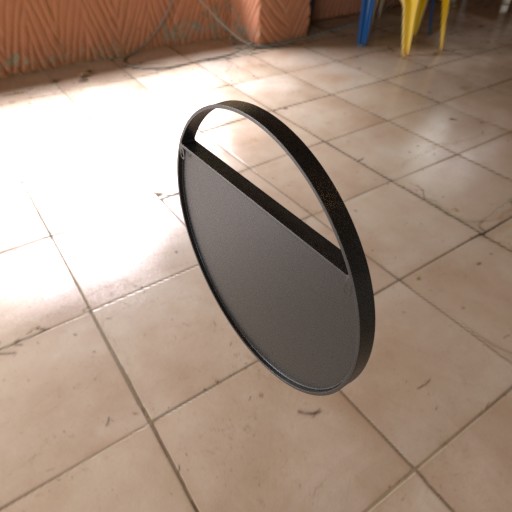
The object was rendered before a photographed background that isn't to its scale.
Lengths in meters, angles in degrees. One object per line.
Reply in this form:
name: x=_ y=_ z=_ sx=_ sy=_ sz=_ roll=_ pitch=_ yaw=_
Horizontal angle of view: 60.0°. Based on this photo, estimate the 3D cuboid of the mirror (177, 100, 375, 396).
mirror: x=0.000 y=0.000 z=0.842 sx=0.032 sy=0.565 sz=0.565 roll=-25 pitch=47 yaw=-26
